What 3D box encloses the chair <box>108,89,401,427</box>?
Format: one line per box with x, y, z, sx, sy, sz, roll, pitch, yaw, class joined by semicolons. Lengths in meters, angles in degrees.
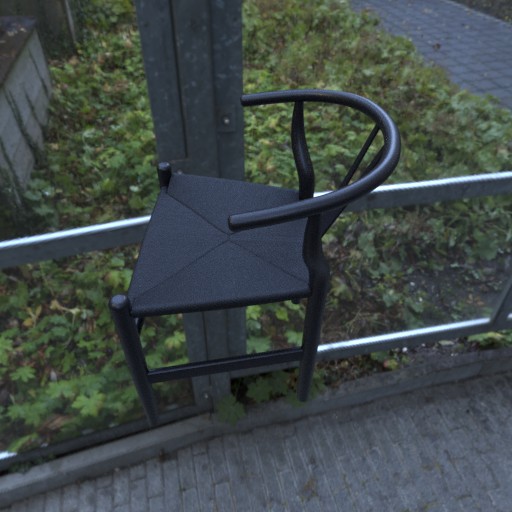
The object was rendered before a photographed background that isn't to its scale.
0.000;0.000;1.144;0.579;0.730;0.569;1;41;1;chair
